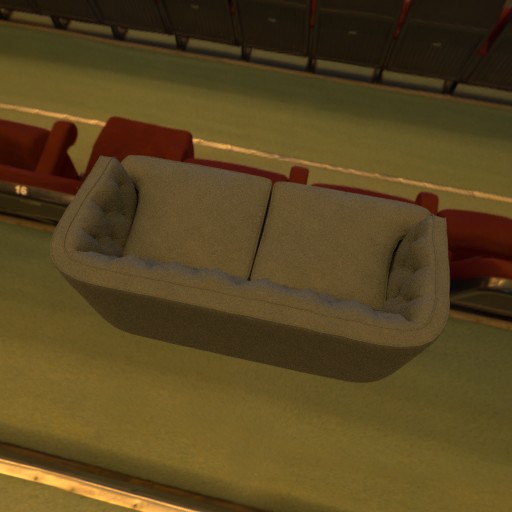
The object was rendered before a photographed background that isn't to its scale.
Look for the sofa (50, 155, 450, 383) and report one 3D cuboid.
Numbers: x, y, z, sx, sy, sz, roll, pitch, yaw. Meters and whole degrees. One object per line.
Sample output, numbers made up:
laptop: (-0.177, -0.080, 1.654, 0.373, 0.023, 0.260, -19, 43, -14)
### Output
sofa: (0.000, 0.000, 2.270, 1.733, 0.855, 0.941, 11, 64, 5)
